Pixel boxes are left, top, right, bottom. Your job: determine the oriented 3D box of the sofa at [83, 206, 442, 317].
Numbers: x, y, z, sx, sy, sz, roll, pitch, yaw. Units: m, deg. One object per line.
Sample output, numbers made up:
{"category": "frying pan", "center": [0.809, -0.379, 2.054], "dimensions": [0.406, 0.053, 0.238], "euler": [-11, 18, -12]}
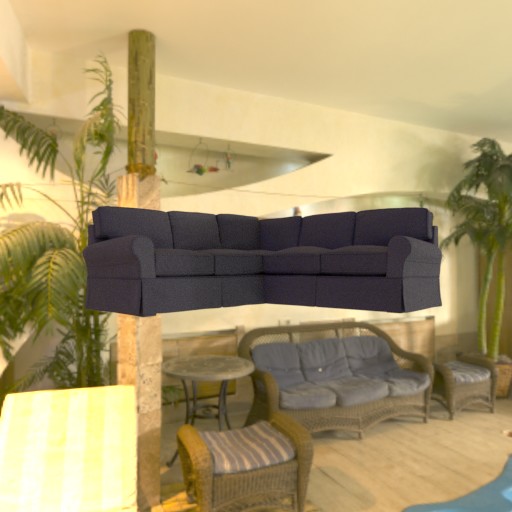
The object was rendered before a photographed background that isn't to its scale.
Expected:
{"category": "sofa", "center": [0.000, 0.000, 5.177], "dimensions": [3.773, 1.169, 2.874], "euler": [0, -1, -18]}
